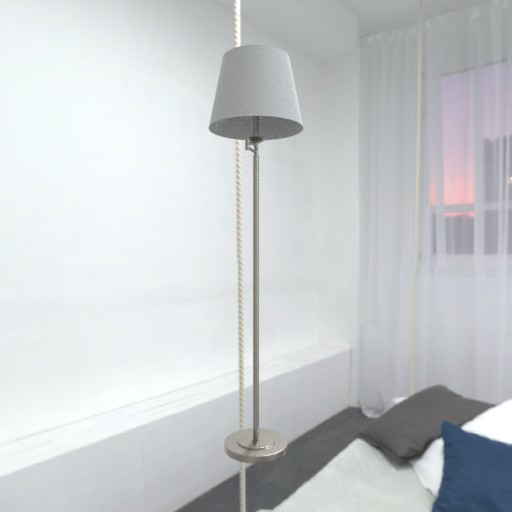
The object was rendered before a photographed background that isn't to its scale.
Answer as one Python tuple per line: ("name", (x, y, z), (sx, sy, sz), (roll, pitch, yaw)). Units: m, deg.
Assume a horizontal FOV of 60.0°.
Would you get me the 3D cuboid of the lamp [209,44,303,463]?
("lamp", (0.000, 0.000, 1.681), (0.355, 1.473, 0.355), (0, 2, 0))
